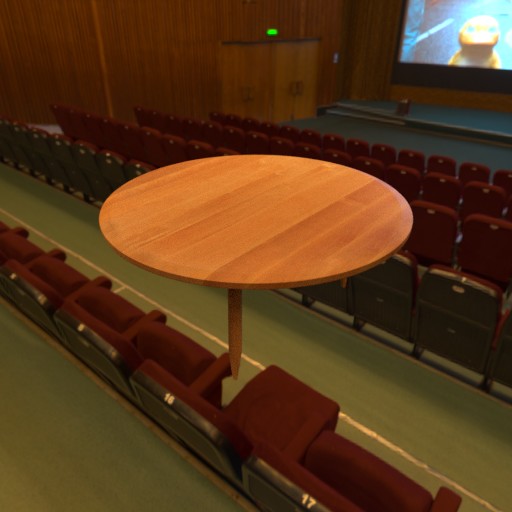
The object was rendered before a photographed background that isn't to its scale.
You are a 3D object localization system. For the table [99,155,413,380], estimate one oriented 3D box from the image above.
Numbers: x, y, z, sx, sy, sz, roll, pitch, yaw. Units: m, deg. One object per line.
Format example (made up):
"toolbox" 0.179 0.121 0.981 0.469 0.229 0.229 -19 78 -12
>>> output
"table" 0.000 0.000 1.426 0.900 0.400 0.900 0 30 0
